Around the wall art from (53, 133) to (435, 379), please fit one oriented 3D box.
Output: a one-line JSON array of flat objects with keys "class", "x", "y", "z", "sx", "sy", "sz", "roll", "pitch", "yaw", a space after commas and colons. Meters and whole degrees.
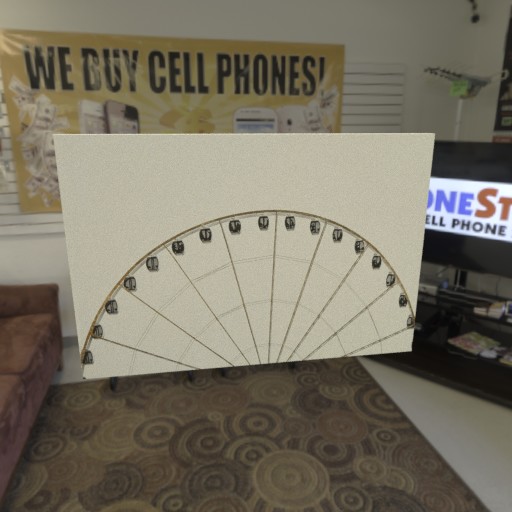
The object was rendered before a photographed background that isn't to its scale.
[{"class": "wall art", "x": 0.000, "y": 0.000, "z": 1.131, "sx": 0.898, "sy": 0.601, "sz": 0.038, "roll": -3, "pitch": 16, "yaw": -9}]
